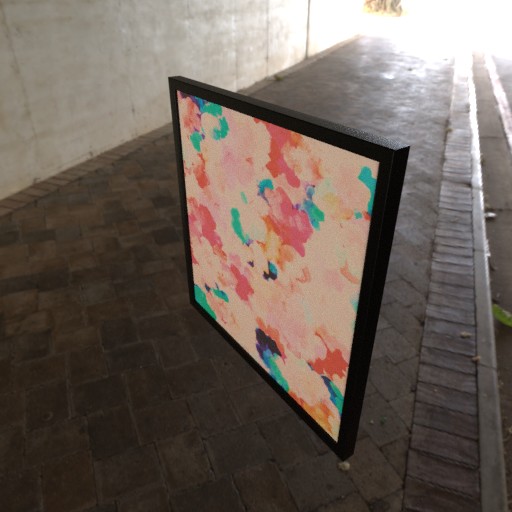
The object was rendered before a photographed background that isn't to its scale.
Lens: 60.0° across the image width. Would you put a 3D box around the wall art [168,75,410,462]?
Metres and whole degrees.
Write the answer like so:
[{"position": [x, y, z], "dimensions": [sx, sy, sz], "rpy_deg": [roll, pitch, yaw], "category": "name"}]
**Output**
[{"position": [0.000, 0.000, 1.123], "dimensions": [0.036, 0.755, 0.756], "rpy_deg": [-20, 37, -30], "category": "wall art"}]
